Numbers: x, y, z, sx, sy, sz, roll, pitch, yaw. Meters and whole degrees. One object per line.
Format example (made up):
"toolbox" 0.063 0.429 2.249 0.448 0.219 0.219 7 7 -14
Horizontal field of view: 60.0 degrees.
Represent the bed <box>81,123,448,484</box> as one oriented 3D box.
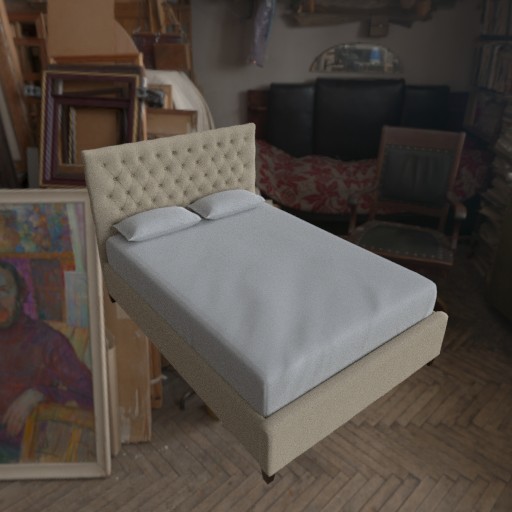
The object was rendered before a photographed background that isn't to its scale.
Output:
"bed" 0.000 0.000 3.427 1.698 1.427 2.387 -20 35 -32
